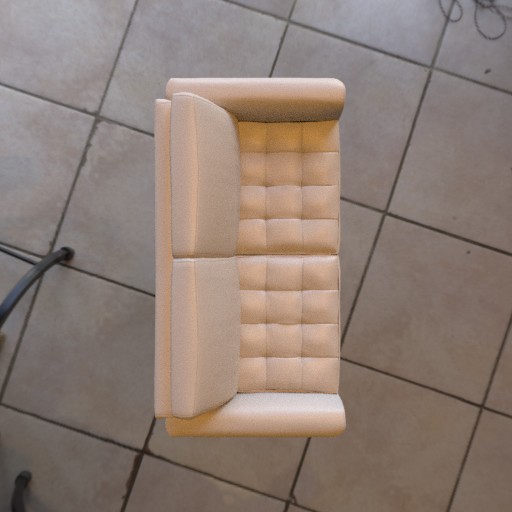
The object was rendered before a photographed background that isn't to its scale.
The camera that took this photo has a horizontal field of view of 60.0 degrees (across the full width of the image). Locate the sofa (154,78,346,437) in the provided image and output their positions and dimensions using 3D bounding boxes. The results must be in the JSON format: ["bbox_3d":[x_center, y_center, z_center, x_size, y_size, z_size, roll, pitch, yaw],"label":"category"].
[{"bbox_3d":[0.000,0.000,2.777,1.121,0.930,2.177,0,90,1],"label":"sofa"}]
